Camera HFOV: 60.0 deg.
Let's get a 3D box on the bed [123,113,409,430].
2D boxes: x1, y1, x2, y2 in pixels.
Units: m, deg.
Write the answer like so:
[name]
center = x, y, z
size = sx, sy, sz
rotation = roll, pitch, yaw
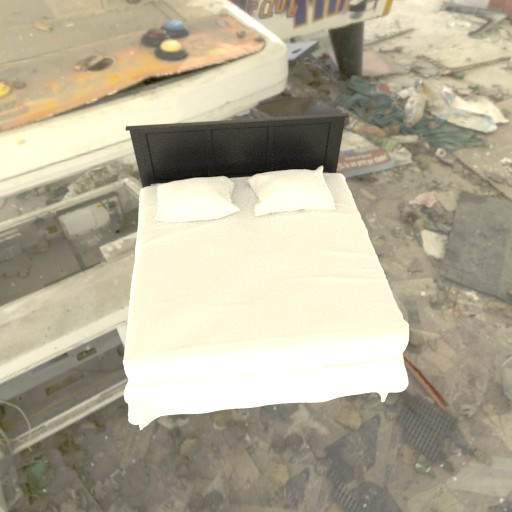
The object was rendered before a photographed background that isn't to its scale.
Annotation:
[bed]
center = 0.000, 0.000, 3.703
size = 2.315, 1.271, 2.219
rotation = -5, 47, -4
